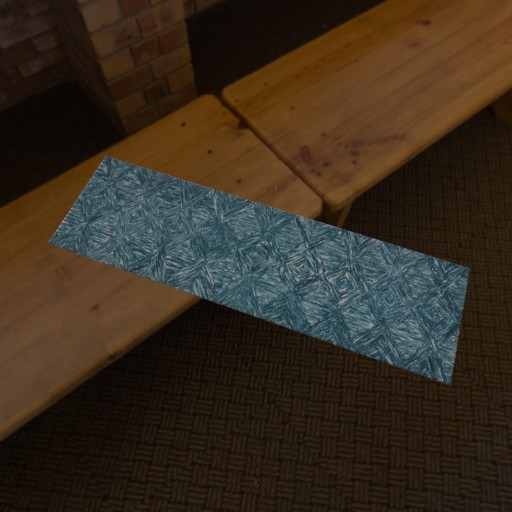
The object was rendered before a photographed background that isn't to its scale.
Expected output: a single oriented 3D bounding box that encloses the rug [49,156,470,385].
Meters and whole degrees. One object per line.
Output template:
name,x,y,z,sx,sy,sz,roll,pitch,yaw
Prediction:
rug,0.000,0.000,2.502,2.286,0.016,0.676,18,64,9
